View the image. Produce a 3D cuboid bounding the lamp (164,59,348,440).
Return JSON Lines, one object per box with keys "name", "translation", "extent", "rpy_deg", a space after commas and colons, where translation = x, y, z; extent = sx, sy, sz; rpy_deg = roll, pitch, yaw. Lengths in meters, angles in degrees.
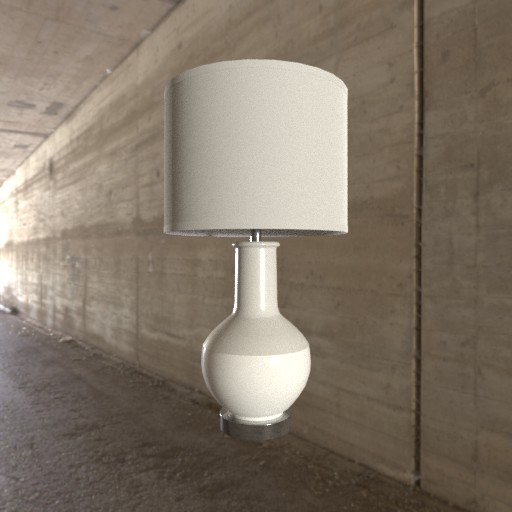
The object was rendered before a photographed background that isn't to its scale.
{"name": "lamp", "translation": [0.000, 0.000, 0.876], "extent": [0.357, 0.673, 0.357], "rpy_deg": [0, 0, 17]}
